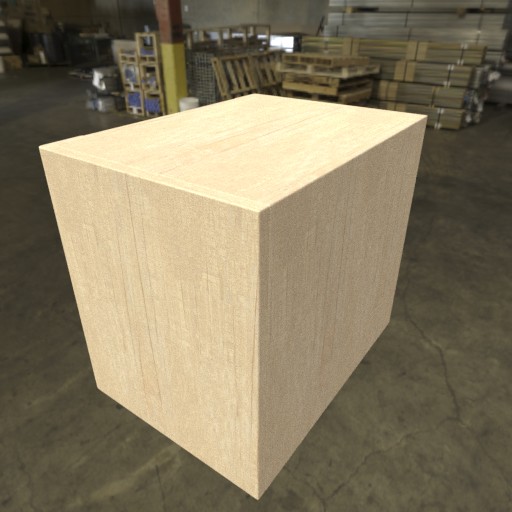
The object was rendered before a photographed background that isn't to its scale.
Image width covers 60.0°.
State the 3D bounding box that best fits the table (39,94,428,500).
[{"bbox_3d":[0.000,0.000,0.899,0.420,0.510,0.570,20,35,31],"label":"table"}]
